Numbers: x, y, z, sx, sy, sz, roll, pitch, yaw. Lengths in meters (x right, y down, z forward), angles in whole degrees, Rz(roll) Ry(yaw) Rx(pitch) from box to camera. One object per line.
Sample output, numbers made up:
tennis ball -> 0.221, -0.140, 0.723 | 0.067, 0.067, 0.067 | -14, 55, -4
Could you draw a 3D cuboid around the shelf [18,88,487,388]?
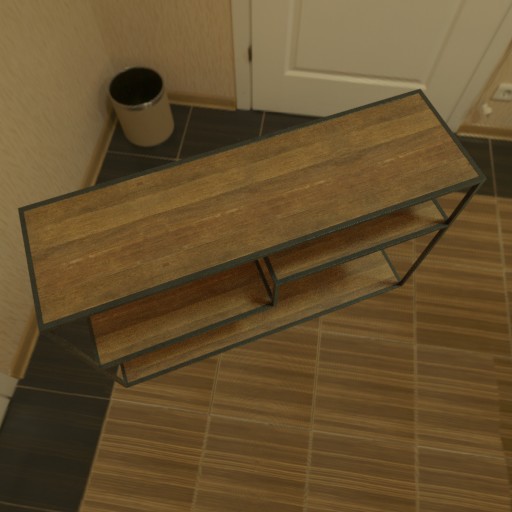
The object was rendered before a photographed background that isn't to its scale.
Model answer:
shelf -> 0.000, 0.000, 1.522 | 1.201, 0.765, 0.361 | -19, 66, -9
